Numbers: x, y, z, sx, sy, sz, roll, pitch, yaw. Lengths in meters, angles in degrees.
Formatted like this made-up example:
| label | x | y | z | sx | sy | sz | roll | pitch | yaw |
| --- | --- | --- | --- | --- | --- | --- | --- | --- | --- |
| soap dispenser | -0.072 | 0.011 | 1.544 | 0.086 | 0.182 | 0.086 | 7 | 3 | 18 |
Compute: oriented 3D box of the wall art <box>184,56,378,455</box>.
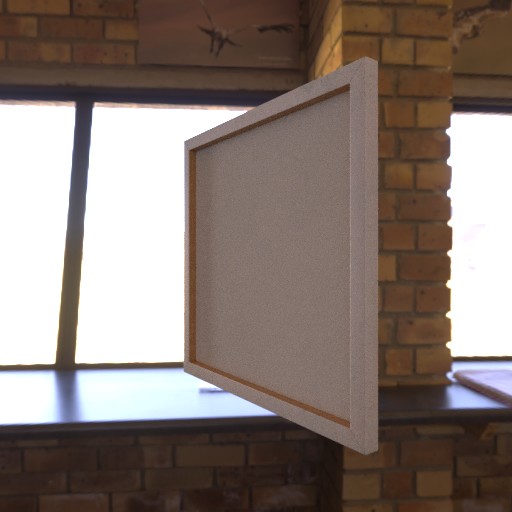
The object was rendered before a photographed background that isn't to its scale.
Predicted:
| label | x | y | z | sx | sy | sz | roll | pitch | yaw |
| --- | --- | --- | --- | --- | --- | --- | --- | --- | --- |
| wall art | 0.000 | 0.000 | 1.164 | 0.038 | 0.762 | 0.762 | 0 | 0 | -36 |
